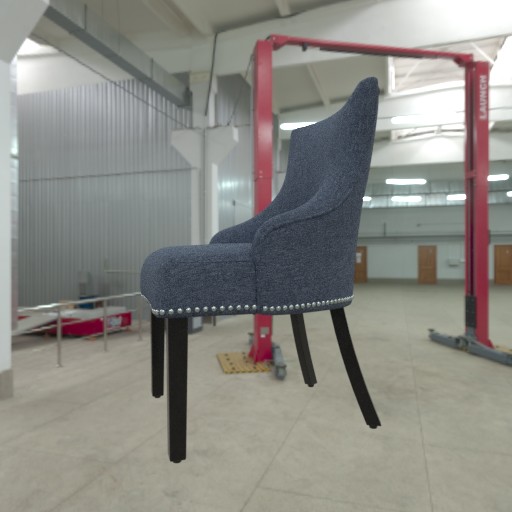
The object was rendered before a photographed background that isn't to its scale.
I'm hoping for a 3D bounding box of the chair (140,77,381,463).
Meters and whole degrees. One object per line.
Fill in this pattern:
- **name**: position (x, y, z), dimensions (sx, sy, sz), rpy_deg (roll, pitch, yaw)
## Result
- **chair**: position (0.000, 0.000, 1.280), dimensions (0.629, 0.909, 0.566), rpy_deg (0, 0, -18)
